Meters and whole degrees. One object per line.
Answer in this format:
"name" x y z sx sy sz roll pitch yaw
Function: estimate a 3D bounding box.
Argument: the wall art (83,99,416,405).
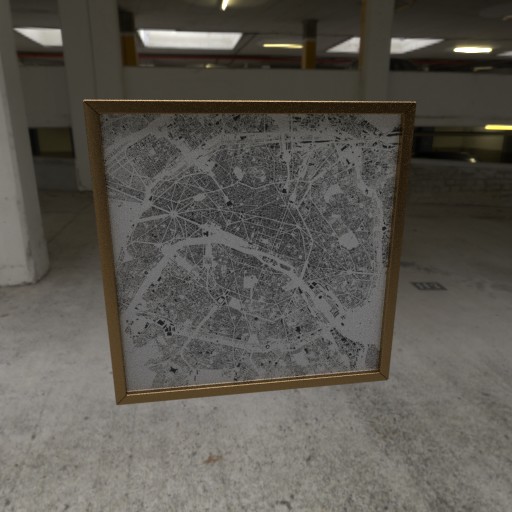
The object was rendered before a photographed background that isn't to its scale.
"wall art" 0.000 0.000 0.462 0.305 0.305 0.037 -3 17 -8
